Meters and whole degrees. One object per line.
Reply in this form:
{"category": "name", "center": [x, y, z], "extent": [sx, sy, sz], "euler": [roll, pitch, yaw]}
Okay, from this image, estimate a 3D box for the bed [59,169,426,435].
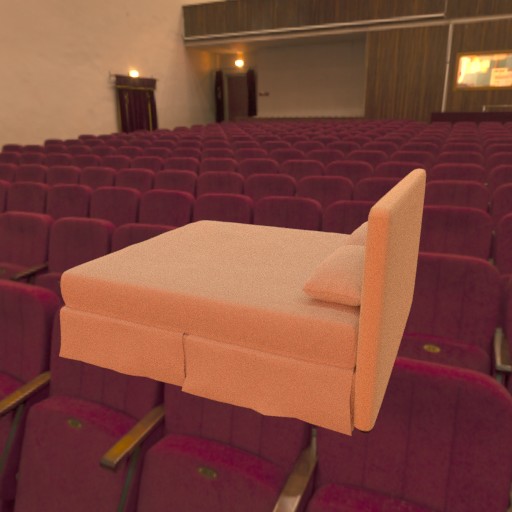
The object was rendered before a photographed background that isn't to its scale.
{"category": "bed", "center": [0.000, 0.000, 3.579], "extent": [2.341, 1.317, 2.119], "euler": [8, 18, 23]}
